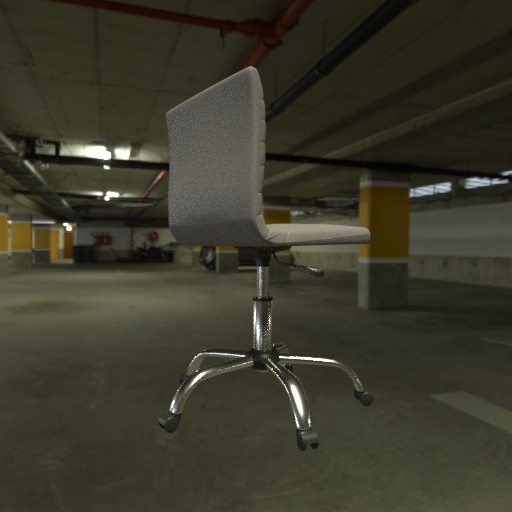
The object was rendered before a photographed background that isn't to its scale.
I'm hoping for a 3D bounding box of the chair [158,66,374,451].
[{"bbox_3d":[0.000,0.000,1.138,0.530,0.780,0.556,-1,2,-37],"label":"chair"}]
